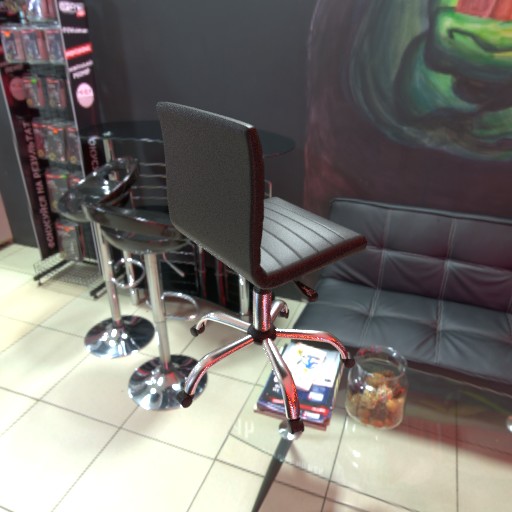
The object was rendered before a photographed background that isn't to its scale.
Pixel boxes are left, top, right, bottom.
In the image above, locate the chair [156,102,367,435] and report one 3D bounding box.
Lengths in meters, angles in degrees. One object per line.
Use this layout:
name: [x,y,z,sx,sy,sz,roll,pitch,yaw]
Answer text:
chair: [0.000,0.000,1.191,0.530,0.780,0.556,-18,33,-32]
